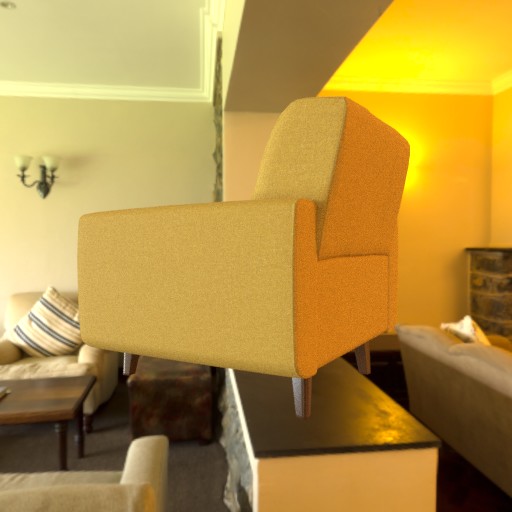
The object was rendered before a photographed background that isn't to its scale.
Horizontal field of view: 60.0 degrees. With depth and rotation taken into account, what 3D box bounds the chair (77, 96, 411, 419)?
[{"bbox_3d":[0.000,0.000,1.551,0.909,0.841,0.831,1,2,33],"label":"chair"}]
